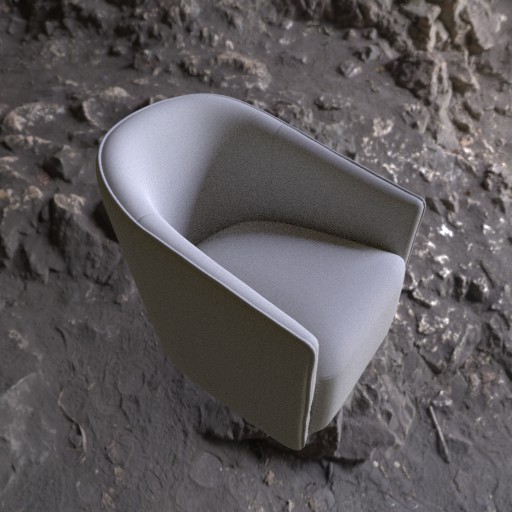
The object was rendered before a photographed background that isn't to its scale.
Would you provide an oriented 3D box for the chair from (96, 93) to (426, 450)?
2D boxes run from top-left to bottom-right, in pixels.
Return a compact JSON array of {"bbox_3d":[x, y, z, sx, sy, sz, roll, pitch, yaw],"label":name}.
[{"bbox_3d":[0.000,0.000,1.447,0.875,0.799,0.747,25,47,26],"label":"chair"}]
